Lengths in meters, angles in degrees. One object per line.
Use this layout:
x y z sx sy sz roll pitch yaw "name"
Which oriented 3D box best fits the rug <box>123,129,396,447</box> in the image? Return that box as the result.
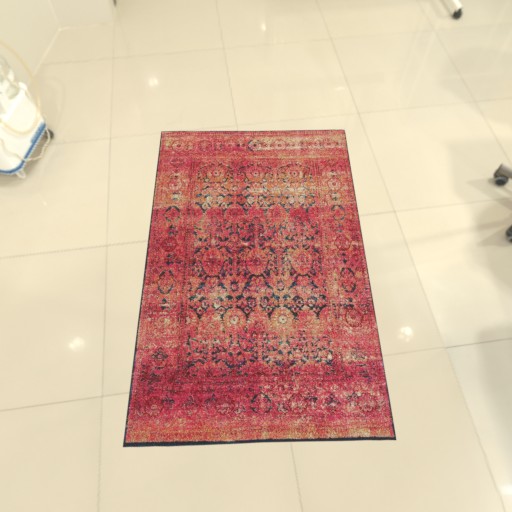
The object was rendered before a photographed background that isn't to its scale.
0.000 0.000 3.101 1.539 0.018 2.449 -1 60 -1 "rug"
